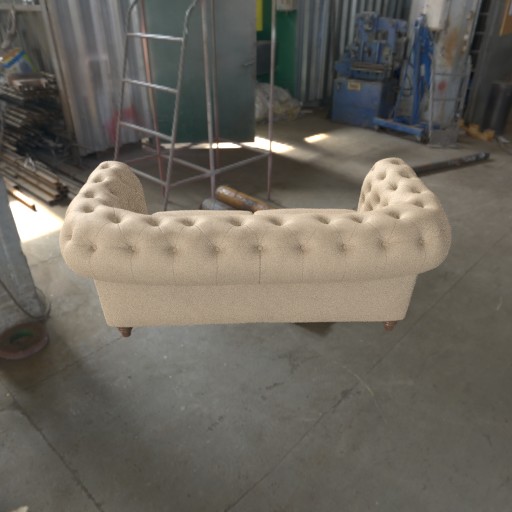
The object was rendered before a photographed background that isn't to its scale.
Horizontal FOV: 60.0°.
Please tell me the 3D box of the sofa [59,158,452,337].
[{"bbox_3d":[0.000,0.000,2.511,1.988,0.835,1.069,-1,30,-2],"label":"sofa"}]
